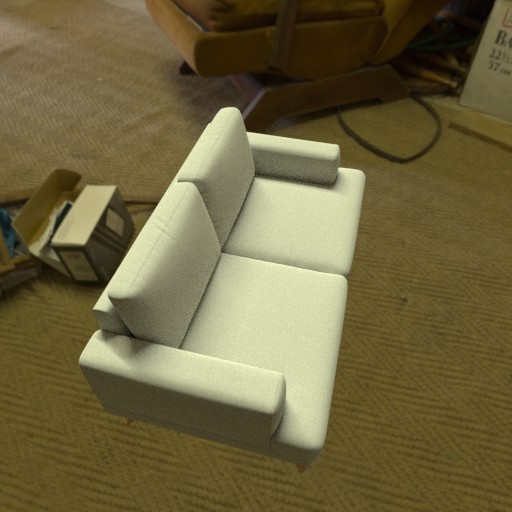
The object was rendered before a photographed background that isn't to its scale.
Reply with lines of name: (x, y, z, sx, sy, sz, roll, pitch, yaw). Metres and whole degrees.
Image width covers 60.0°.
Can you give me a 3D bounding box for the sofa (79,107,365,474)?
sofa: (0.000, 0.000, 2.125, 0.915, 0.810, 1.651, 11, 49, 10)
